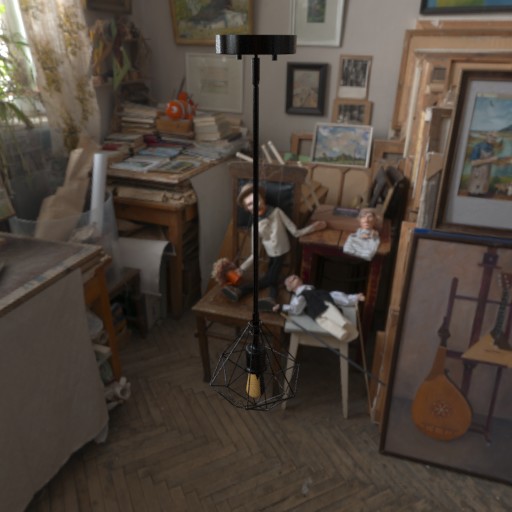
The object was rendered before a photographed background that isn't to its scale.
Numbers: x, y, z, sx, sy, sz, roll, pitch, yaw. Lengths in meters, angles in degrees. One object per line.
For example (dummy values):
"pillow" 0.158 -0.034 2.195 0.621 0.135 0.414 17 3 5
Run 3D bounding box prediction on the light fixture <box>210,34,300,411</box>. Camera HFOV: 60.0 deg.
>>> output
"light fixture" 0.000 0.000 1.979 0.487 1.764 0.431 -9 27 -18
